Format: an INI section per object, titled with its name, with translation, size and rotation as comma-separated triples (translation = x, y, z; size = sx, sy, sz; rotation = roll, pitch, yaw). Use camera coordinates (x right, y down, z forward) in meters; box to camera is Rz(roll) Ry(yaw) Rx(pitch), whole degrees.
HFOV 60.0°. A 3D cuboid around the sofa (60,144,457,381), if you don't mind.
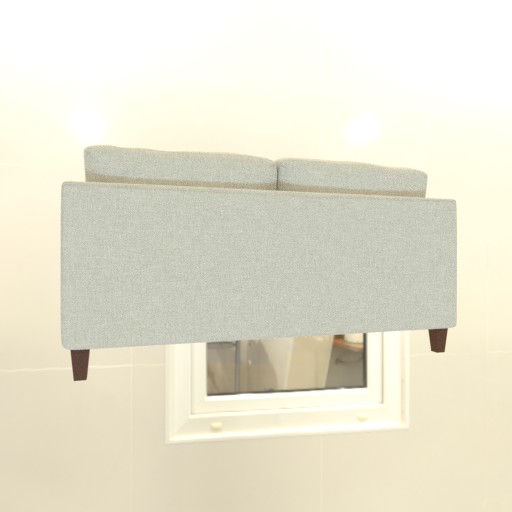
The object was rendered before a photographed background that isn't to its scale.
[sofa]
translation = 0.000, 0.000, 2.375
size = 1.838, 0.963, 0.950
rotation = 0, 0, -17
